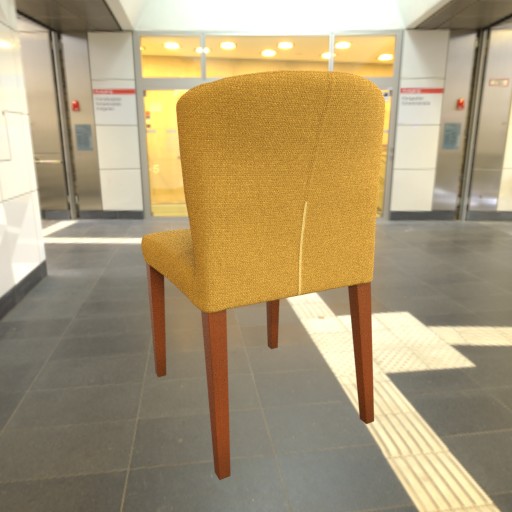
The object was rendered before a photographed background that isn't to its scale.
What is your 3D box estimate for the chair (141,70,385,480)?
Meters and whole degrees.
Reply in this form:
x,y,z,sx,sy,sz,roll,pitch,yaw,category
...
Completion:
x,y,z,sx,sy,sz,roll,pitch,yaw,category
0.000,0.000,1.164,0.491,0.839,0.589,-8,17,-27,chair
